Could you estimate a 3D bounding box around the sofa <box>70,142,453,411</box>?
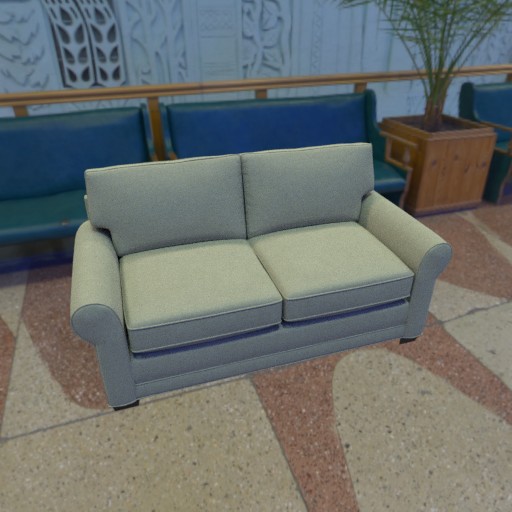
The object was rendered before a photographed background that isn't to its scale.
[{"bbox_3d":[0.000,0.000,2.319,1.774,0.933,0.861,-9,32,-15],"label":"sofa"}]
